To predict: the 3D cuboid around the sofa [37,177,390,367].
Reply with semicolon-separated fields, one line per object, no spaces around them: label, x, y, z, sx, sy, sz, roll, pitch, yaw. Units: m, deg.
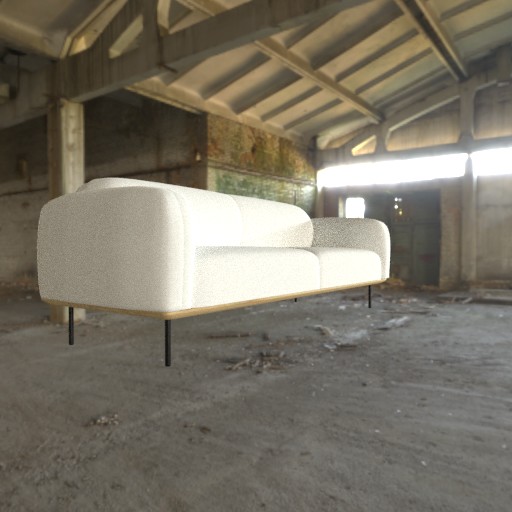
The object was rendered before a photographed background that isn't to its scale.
sofa;0.000;0.000;2.607;0.870;0.780;2.280;1;1;36
